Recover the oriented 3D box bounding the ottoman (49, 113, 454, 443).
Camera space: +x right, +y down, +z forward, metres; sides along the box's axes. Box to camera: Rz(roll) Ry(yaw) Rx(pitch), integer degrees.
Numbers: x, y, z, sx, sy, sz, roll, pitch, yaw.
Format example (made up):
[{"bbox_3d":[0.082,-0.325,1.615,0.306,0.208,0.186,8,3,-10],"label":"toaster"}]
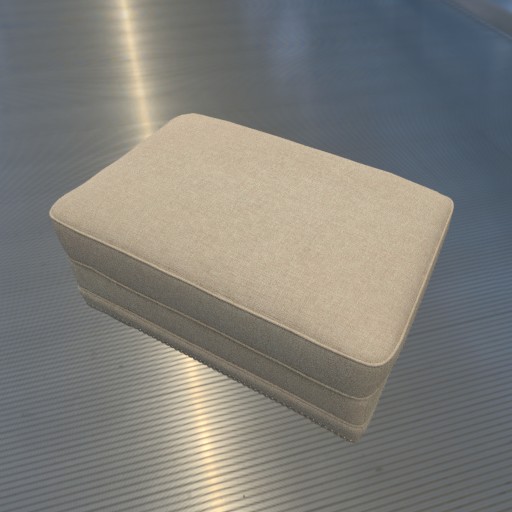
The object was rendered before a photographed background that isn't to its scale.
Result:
[{"bbox_3d":[0.000,0.000,1.137,0.813,0.458,0.559,22,49,20],"label":"ottoman"}]
